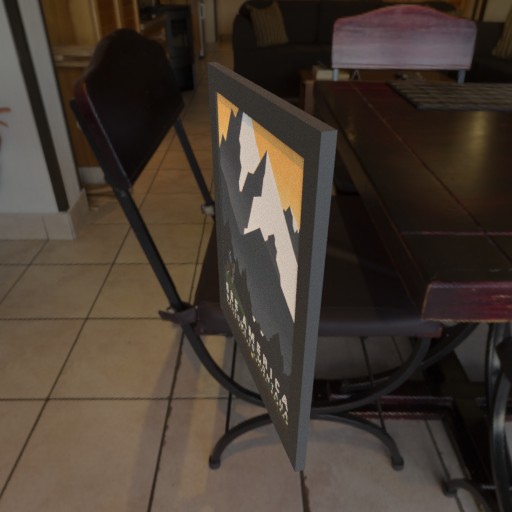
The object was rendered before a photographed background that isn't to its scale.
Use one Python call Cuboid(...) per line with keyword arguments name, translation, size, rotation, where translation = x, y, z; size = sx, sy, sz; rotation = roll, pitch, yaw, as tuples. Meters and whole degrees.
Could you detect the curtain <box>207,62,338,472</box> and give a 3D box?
Cuboid(name="curtain", translation=(0.000, 0.000, 0.804), size=(0.027, 0.585, 0.483), rotation=(-10, 33, -16))
